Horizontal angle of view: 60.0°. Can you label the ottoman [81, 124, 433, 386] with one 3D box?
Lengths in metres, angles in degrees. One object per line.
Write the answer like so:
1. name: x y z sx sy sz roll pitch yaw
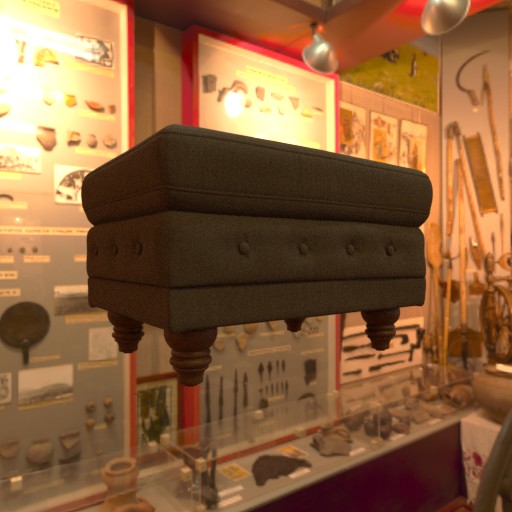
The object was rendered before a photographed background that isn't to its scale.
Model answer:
1. ottoman: 0.000 0.000 1.165 0.771 0.500 0.569 0 0 -35
